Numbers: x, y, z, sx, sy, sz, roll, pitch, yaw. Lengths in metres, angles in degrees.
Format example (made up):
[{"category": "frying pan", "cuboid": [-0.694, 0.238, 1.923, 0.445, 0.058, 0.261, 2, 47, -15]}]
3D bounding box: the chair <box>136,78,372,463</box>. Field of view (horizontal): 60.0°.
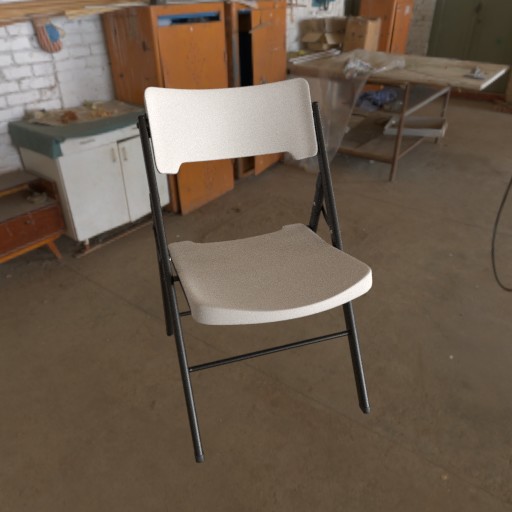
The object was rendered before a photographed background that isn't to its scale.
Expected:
[{"category": "chair", "cuboid": [0.000, 0.000, 1.136, 0.482, 0.765, 0.577, -10, 33, -15]}]
